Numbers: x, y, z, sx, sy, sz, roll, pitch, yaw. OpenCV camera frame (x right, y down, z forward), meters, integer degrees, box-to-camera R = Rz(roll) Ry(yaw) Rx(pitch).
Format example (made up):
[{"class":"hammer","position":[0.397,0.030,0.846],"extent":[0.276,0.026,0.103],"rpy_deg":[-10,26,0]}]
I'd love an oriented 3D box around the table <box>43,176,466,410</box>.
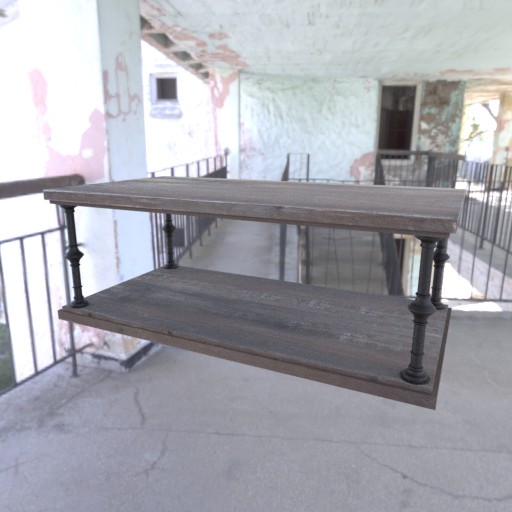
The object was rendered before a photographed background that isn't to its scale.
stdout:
[{"class":"table","position":[0.000,0.000,1.330],"extent":[1.088,0.399,0.554],"rpy_deg":[7,16,25]}]
